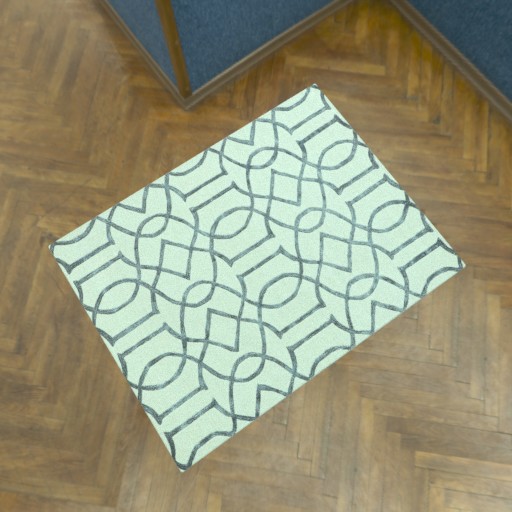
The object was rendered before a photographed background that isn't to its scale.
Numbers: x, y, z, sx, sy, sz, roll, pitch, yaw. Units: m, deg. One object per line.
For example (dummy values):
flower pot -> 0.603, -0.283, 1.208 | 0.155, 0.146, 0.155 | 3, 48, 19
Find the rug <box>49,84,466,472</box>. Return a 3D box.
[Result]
rug -> 0.000, 0.000, 3.864 | 2.910, 0.021, 2.211 | -34, 78, -8
